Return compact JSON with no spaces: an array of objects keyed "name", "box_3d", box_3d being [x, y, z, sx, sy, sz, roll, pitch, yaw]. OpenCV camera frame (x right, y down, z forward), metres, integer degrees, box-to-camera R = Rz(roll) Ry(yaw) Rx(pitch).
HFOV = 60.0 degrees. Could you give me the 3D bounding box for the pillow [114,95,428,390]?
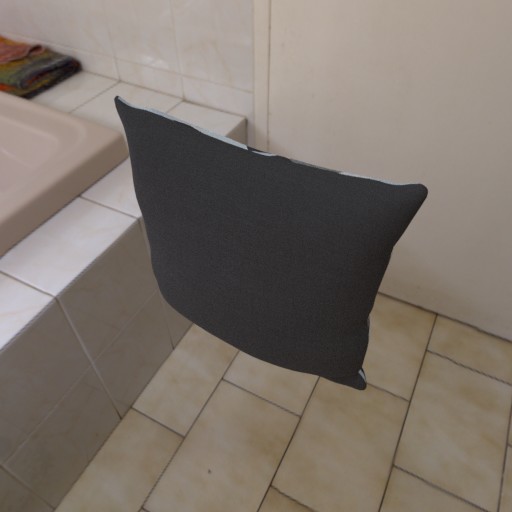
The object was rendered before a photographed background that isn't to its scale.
[{"name":"pillow","box_3d":[0.000,0.000,0.784,0.503,0.496,0.208,23,50,20]}]
